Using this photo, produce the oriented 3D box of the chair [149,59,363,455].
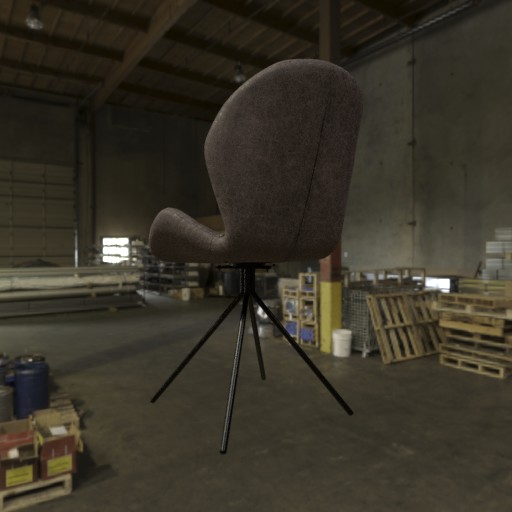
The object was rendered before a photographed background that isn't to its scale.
[{"bbox_3d":[0.000,0.000,1.308,0.527,0.934,0.640,0,1,-35],"label":"chair"}]
